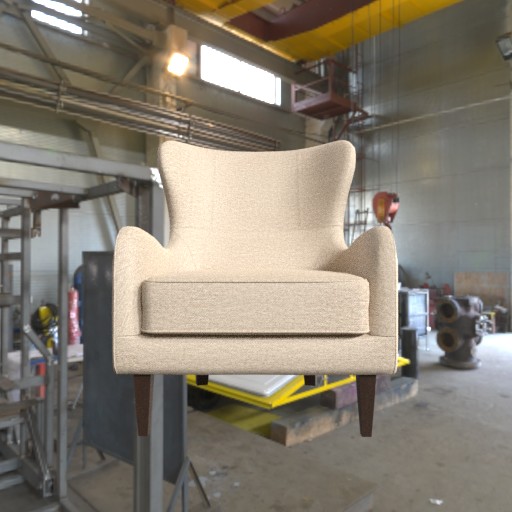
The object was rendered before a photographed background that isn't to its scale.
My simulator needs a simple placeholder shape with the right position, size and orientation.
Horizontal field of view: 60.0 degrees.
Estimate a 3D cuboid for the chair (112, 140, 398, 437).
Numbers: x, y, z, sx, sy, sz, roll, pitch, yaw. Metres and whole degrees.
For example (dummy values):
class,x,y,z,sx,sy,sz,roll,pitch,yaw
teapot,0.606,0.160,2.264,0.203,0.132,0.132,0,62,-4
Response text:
class,x,y,z,sx,sy,sz,roll,pitch,yaw
chair,0.000,0.000,1.731,0.861,1.064,0.984,0,0,1
